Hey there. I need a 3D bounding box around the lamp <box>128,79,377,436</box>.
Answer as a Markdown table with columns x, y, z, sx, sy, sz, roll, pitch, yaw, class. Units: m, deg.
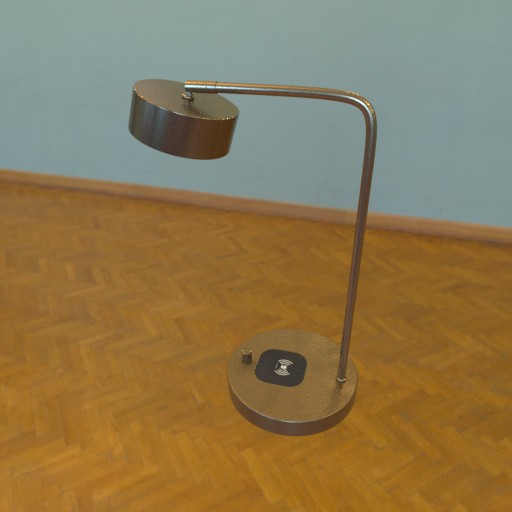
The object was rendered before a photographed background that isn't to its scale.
| x | y | z | sx | sy | sz | roll | pitch | yaw | class |
| --- | --- | --- | --- | --- | --- | --- | --- | --- | --- |
| 0.000 | 0.000 | 0.517 | 0.270 | 0.380 | 0.171 | 8 | 30 | 14 | lamp |
